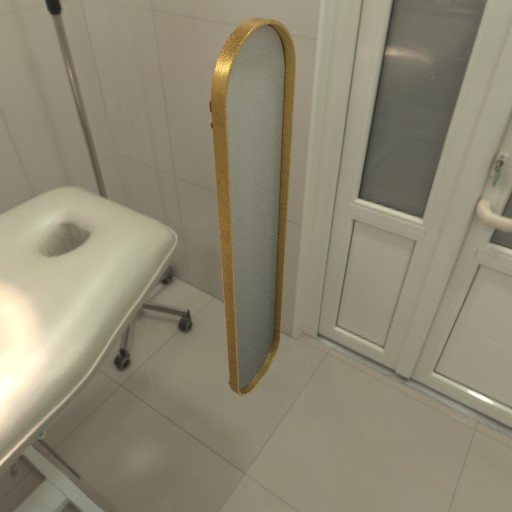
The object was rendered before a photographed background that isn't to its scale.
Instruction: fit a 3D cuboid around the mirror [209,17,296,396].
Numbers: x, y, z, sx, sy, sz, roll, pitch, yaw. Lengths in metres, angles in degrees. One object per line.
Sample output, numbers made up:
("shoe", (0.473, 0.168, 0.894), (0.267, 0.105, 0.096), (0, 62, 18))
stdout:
("mirror", (0.000, 0.000, 1.029), (0.032, 0.991, 0.222), (24, 46, 25))
